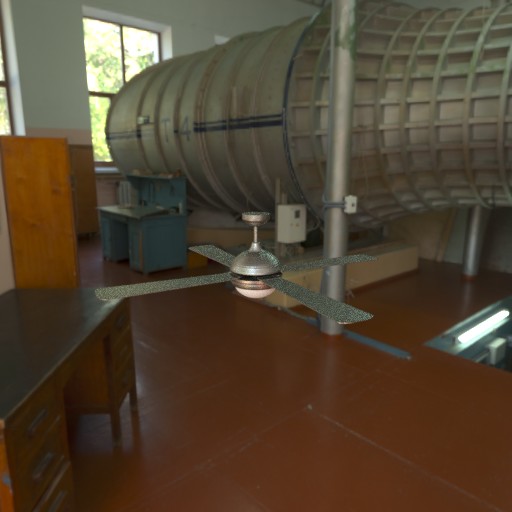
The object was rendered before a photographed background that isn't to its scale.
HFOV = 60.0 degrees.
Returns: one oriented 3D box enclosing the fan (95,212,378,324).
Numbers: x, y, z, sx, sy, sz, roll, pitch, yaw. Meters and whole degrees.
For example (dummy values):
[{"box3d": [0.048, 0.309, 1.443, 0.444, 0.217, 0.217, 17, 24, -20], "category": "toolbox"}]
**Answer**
[{"box3d": [0.000, 0.000, 1.988, 1.321, 0.381, 1.321, -2, 13, -8], "category": "fan"}]
